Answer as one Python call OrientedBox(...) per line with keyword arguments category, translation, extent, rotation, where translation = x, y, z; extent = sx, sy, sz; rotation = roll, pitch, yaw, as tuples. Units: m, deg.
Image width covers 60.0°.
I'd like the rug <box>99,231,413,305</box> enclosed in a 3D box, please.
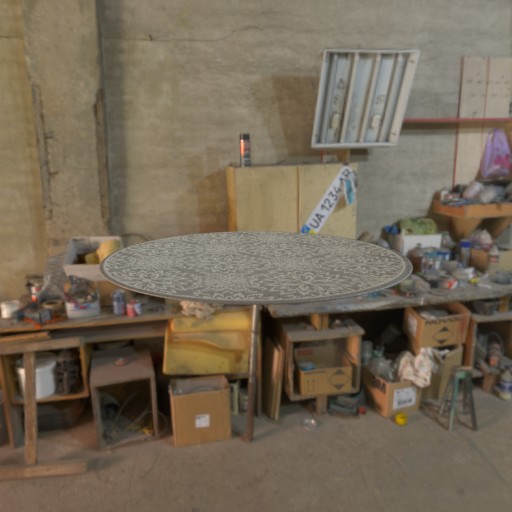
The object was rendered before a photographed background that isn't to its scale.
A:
OrientedBox(category="rug", translation=(0.000, 0.000, 2.383), extent=(1.593, 0.012, 1.593), rotation=(0, 13, 0))
